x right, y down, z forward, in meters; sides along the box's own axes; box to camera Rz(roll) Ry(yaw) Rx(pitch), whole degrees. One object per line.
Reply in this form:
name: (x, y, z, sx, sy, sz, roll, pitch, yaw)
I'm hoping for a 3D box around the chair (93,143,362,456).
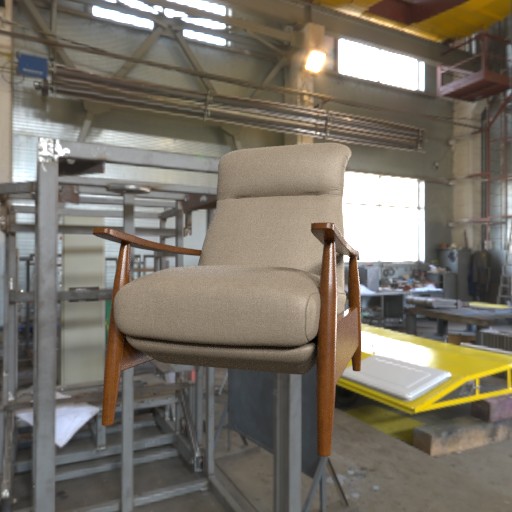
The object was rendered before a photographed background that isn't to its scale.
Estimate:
chair: (0.000, 0.000, 1.770, 0.762, 1.082, 1.032, 0, 0, 18)
